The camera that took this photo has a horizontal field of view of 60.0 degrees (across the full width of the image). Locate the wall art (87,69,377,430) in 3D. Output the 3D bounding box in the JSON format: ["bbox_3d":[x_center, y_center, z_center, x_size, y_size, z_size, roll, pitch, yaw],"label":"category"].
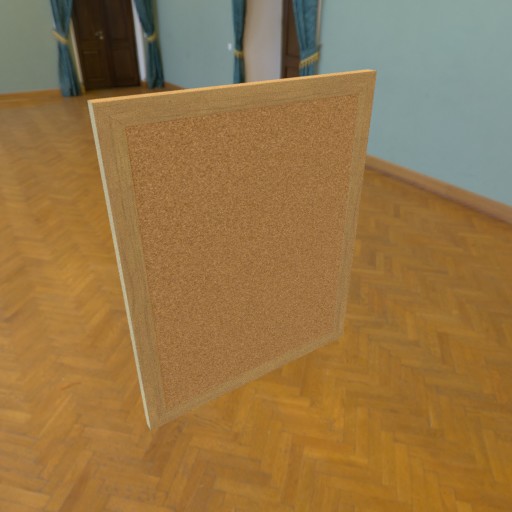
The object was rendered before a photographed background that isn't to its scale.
[{"bbox_3d":[0.000,0.000,0.762,0.460,0.561,0.020,-18,35,-28],"label":"wall art"}]
